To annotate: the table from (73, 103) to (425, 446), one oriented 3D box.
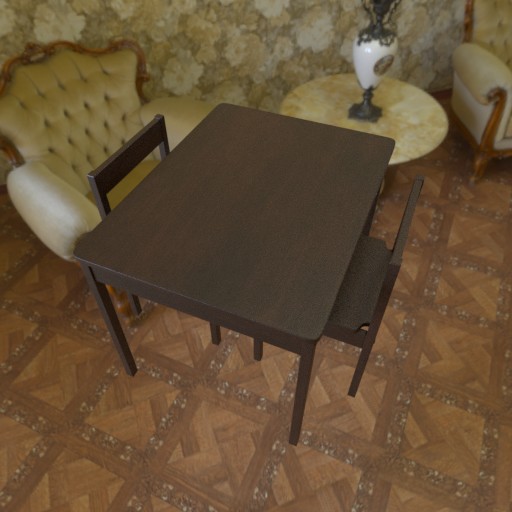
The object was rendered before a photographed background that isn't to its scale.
[{"bbox_3d":[0.000,0.000,1.131,0.672,0.503,0.650,17,49,16],"label":"table"}]
